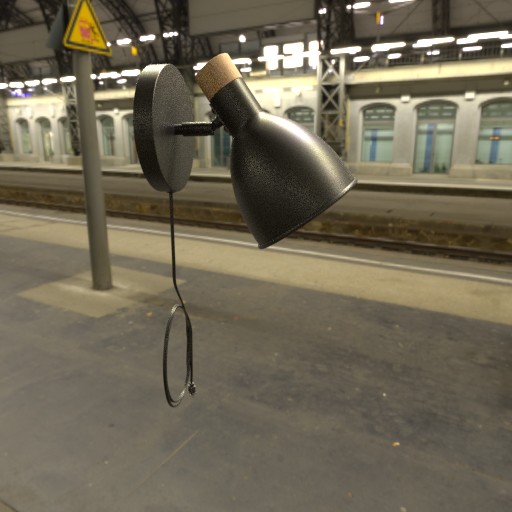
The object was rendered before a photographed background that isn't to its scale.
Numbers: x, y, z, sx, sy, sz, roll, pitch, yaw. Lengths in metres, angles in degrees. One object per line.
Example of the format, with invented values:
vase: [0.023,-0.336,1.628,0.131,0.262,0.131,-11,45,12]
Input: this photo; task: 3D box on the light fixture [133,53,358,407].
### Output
light fixture: [0.000,0.000,0.474,0.203,0.401,0.127,2,15,9]
